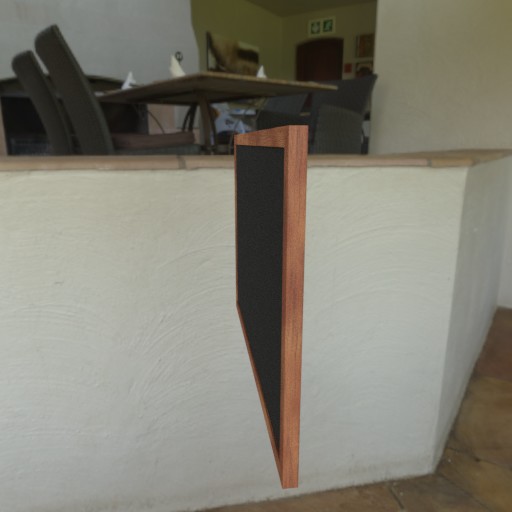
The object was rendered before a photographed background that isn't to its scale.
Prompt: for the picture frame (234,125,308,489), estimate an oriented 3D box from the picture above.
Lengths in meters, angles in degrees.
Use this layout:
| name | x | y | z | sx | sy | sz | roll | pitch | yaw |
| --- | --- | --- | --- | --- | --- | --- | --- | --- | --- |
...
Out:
| name | x | y | z | sx | sy | sz | roll | pitch | yaw |
| --- | --- | --- | --- | --- | --- | --- | --- | --- | --- |
| picture frame | 0.000 | 0.000 | 1.190 | 0.029 | 0.640 | 0.950 | -2 | 15 | -7 |
